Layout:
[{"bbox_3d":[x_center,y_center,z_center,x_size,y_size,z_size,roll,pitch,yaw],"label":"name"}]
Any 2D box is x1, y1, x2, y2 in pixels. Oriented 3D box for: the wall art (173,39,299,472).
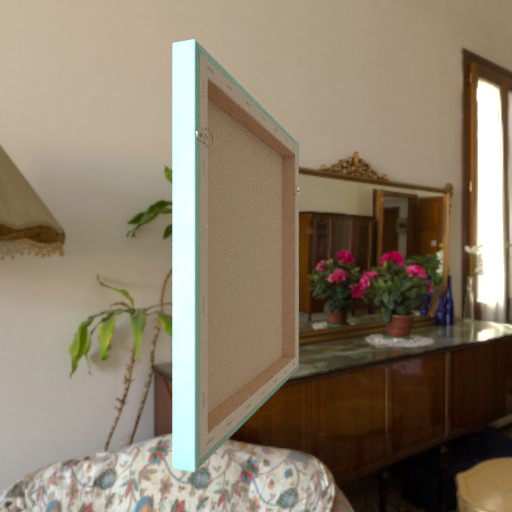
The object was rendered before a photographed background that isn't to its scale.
[{"bbox_3d":[0.000,0.000,1.148,0.054,0.766,0.765,0,0,19],"label":"wall art"}]
